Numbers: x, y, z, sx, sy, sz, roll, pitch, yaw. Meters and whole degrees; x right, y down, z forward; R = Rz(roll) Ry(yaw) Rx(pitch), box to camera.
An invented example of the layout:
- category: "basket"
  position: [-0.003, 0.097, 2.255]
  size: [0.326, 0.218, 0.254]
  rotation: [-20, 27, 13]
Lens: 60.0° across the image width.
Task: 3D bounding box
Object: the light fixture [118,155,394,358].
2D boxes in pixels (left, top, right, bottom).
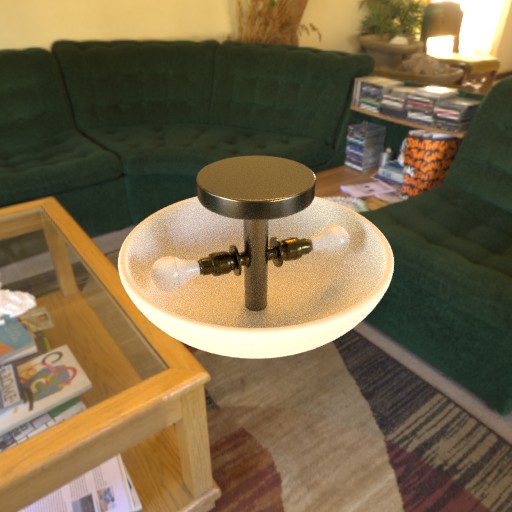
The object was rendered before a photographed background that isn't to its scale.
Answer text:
- category: "light fixture"
  position: [0.000, 0.000, 0.556]
  size: [0.330, 0.214, 0.330]
  rotation: [0, 32, 0]
